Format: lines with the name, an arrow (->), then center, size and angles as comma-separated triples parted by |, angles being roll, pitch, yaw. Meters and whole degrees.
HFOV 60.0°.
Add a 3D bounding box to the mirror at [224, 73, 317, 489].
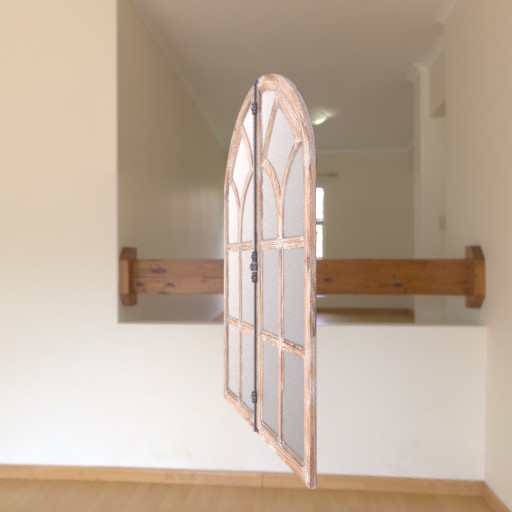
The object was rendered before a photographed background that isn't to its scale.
mirror -> 0.000, 0.000, 1.154 | 0.032, 0.915, 0.609 | 0, 0, -20
